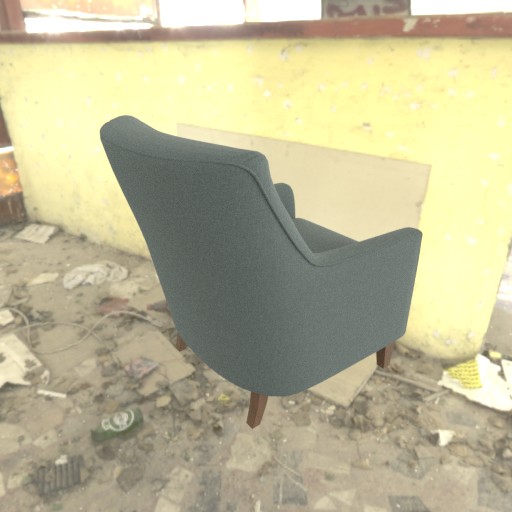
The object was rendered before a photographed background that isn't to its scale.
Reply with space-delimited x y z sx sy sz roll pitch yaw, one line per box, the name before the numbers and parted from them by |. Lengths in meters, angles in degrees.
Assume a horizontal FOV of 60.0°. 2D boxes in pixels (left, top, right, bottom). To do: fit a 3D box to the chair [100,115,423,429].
chair | 0.000 0.000 1.547 0.879 0.916 0.756 -17 30 -33
